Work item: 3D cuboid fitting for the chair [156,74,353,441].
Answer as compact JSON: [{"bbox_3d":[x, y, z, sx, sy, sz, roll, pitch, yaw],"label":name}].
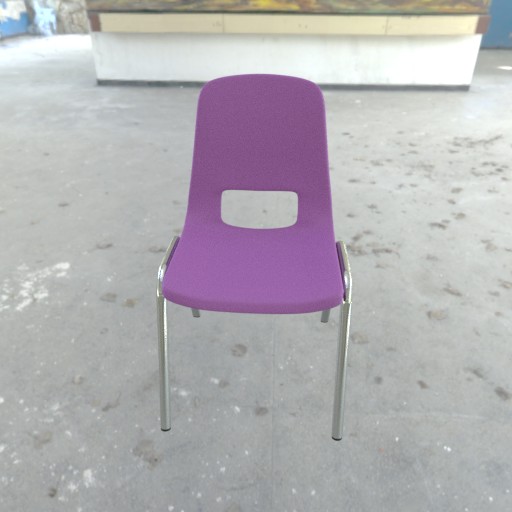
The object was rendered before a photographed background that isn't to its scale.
[{"bbox_3d":[0.000,0.000,0.701,0.291,0.493,0.301,2,32,3],"label":"chair"}]
